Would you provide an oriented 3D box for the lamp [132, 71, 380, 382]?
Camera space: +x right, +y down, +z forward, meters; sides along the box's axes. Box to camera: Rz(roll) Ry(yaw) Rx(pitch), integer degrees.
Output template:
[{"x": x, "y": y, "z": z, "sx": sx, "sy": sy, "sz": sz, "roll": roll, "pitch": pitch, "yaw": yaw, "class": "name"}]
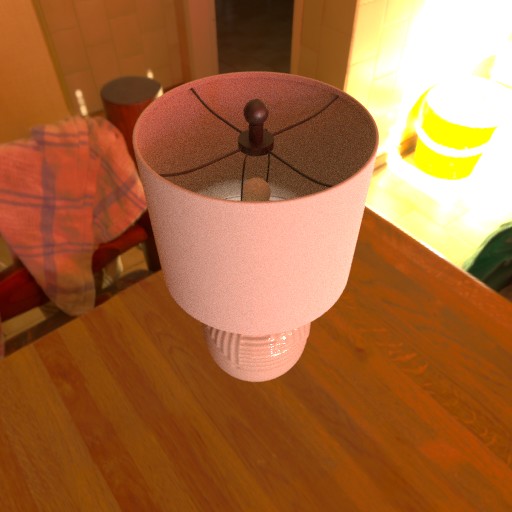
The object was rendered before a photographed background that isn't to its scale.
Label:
[{"x": 0.000, "y": 0.000, "z": 0.760, "sx": 0.318, "sy": 0.567, "sz": 0.318, "roll": 0, "pitch": 47, "yaw": 0, "class": "lamp"}]
